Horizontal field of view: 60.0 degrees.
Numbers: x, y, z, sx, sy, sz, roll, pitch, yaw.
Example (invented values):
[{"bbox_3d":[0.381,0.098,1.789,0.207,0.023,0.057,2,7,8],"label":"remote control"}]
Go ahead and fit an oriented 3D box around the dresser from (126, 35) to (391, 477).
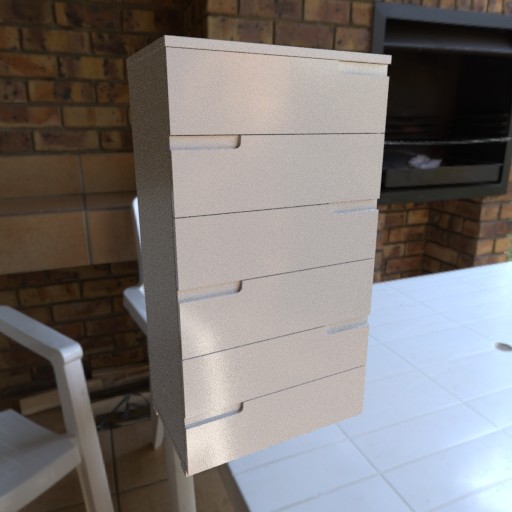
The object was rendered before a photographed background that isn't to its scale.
[{"bbox_3d":[0.000,0.000,1.440,0.650,1.190,0.400,-8,18,-26],"label":"dresser"}]
